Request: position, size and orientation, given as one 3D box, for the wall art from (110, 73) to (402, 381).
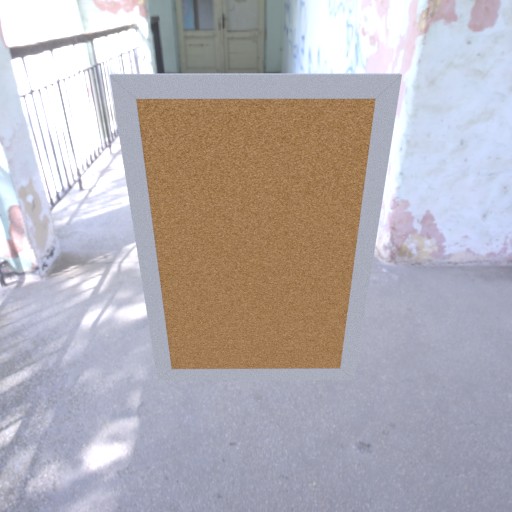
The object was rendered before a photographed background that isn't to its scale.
[{"bbox_3d":[0.000,0.000,0.858,0.454,0.659,0.011,0,31,0],"label":"wall art"}]
